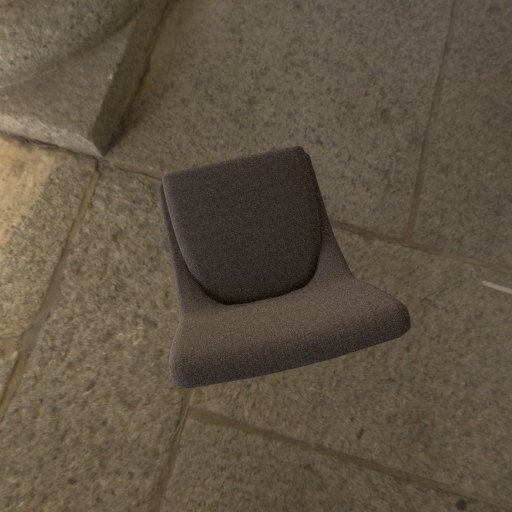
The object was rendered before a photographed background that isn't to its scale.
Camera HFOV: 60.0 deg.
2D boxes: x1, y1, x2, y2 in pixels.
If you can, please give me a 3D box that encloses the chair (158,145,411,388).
[{"bbox_3d":[0.000,0.000,1.313,0.508,0.952,0.655,-13,77,-3],"label":"chair"}]
